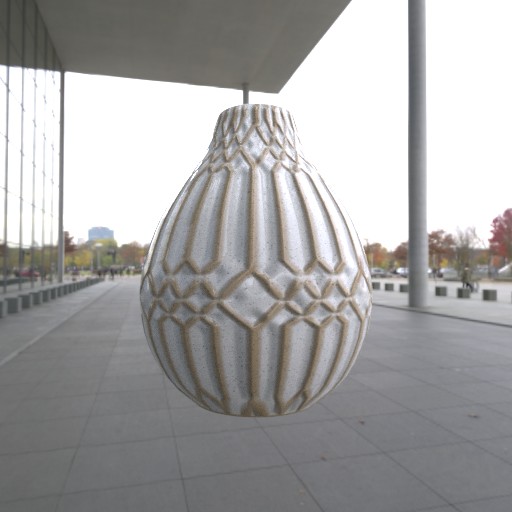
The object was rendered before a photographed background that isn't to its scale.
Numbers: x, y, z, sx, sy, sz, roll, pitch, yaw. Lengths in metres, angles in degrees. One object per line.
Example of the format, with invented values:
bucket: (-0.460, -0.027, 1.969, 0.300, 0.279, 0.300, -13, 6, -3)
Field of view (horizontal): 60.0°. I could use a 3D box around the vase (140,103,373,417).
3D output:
vase: (0.000, 0.000, 0.314, 0.159, 0.200, 0.159, 0, -2, 0)
